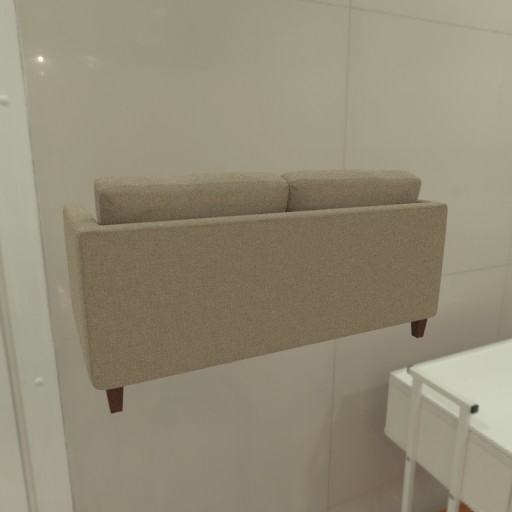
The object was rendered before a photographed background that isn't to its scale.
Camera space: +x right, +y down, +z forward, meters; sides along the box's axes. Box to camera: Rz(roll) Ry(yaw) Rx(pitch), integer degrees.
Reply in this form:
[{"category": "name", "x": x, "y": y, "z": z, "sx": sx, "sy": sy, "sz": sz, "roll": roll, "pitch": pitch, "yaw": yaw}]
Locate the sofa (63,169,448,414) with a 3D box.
[{"category": "sofa", "x": 0.000, "y": 0.000, "z": 2.439, "sx": 1.884, "sy": 0.947, "sz": 0.951, "roll": -7, "pitch": 15, "yaw": -25}]
